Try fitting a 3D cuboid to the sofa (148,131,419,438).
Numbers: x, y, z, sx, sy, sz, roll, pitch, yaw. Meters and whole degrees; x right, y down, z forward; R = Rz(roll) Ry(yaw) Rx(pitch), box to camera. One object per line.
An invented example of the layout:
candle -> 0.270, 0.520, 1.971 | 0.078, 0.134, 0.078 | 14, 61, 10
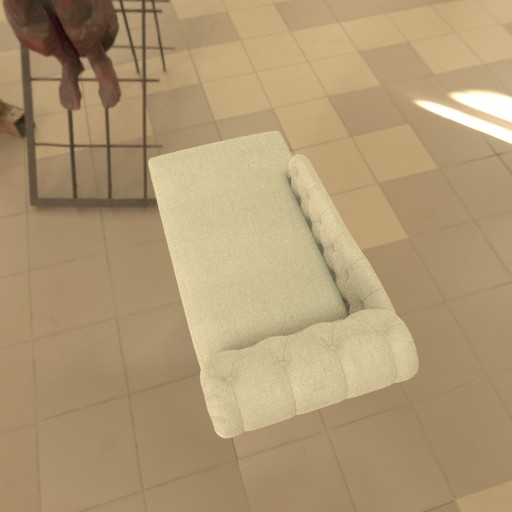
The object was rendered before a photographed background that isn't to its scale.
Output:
sofa -> 0.000, 0.000, 1.815 | 0.675, 0.787, 1.379 | -15, 60, -9
